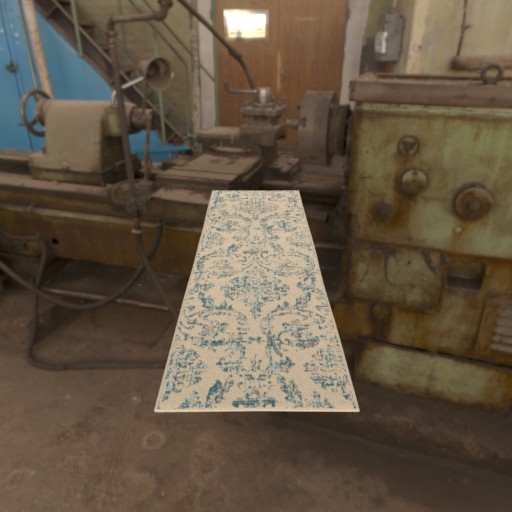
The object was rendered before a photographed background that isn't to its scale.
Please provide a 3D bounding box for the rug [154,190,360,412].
[{"bbox_3d":[0.000,0.000,2.399,0.662,0.011,2.196,0,27,0],"label":"rug"}]
